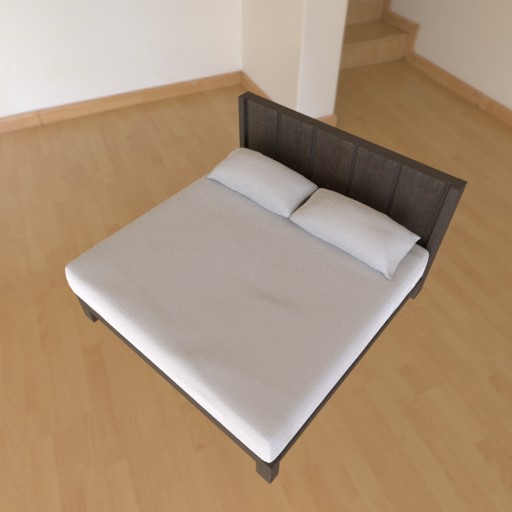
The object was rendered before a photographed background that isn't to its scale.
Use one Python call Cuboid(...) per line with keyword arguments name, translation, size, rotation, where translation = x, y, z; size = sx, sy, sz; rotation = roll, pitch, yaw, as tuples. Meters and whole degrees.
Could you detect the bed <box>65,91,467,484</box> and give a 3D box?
Cuboid(name="bed", translation=(0.000, 0.000, 3.578), size=(2.143, 1.261, 2.238), rotation=(32, 55, 27))
